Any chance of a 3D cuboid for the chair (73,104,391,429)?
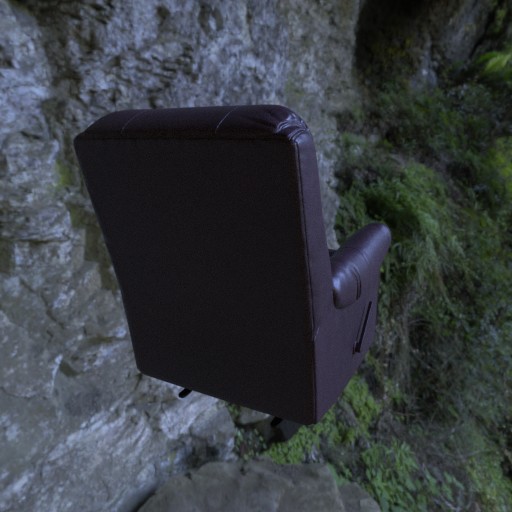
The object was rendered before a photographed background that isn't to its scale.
[{"bbox_3d":[0.000,0.000,1.711,0.838,1.054,1.014,8,17,27],"label":"chair"}]
